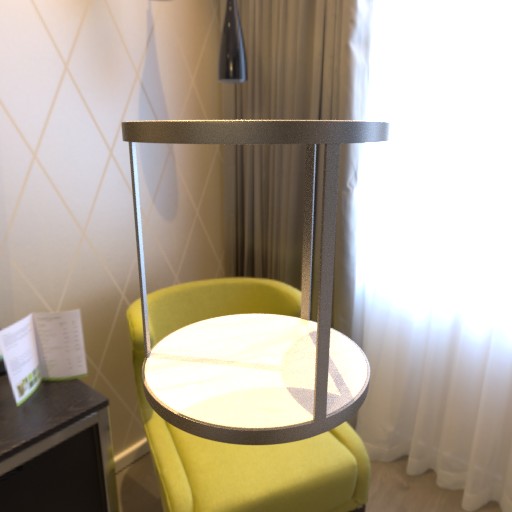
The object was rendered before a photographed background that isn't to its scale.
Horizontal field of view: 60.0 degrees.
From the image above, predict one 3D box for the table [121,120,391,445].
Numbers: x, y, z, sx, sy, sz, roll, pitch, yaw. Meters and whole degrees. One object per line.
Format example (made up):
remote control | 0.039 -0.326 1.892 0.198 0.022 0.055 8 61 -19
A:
table | 0.000 0.000 0.829 0.445 0.479 0.445 0 16 0
